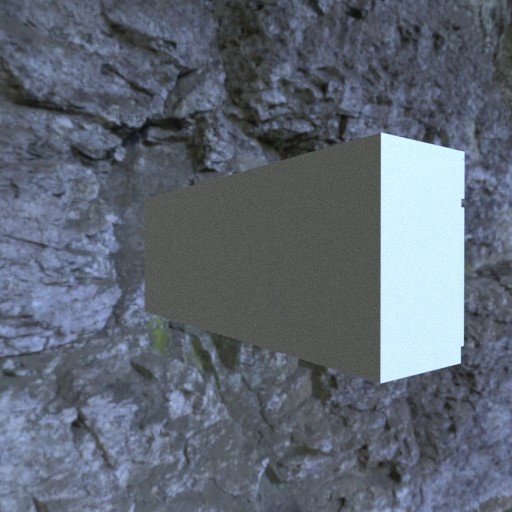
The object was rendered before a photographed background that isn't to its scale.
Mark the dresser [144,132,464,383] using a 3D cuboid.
[{"bbox_3d":[0.000,0.000,2.531,0.500,0.840,2.200,0,1,-35],"label":"dresser"}]
